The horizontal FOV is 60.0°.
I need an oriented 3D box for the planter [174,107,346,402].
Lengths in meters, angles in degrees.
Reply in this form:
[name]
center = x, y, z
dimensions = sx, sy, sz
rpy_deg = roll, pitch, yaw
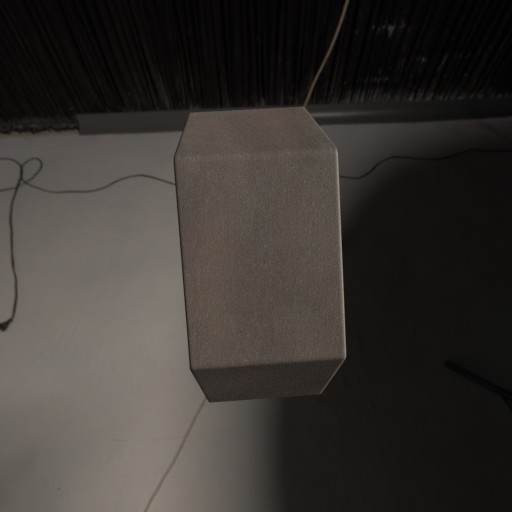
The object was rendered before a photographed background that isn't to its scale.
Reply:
[planter]
center = 0.000, 0.000, 0.297
dimensions = 0.077, 0.206, 0.169
rpy_deg = -4, 63, -2
